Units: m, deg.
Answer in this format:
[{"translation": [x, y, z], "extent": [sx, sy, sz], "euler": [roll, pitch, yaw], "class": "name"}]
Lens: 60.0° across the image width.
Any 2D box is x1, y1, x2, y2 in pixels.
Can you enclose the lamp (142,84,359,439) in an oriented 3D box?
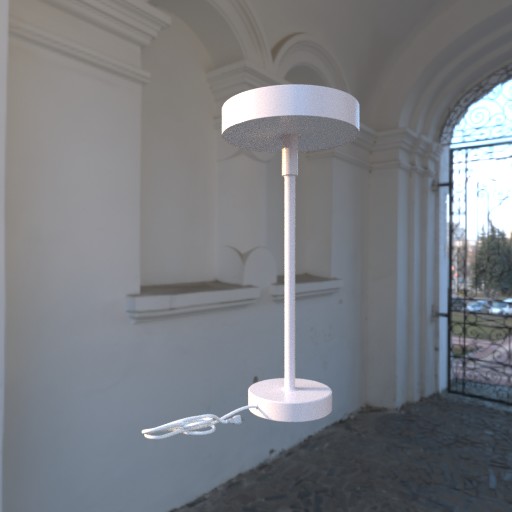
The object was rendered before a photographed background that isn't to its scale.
[{"translation": [0.000, 0.000, 0.706], "extent": [0.369, 0.508, 0.229], "euler": [0, 0, -36], "class": "lamp"}]
